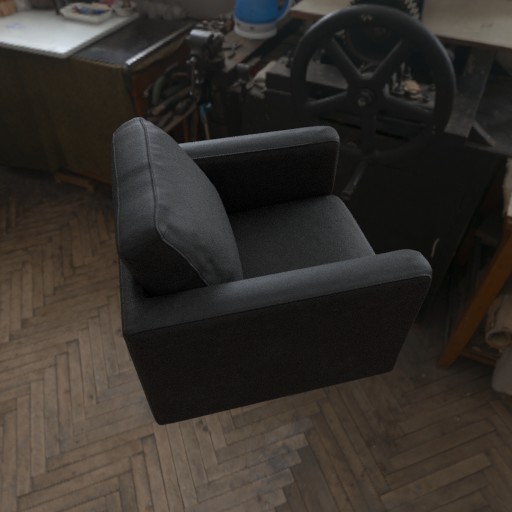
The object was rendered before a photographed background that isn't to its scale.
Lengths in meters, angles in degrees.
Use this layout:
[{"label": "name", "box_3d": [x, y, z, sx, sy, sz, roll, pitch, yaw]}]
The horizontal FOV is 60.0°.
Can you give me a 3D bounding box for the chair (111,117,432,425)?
[{"label": "chair", "box_3d": [0.000, 0.000, 1.578, 0.879, 0.898, 0.831, -10, 48, -10]}]
